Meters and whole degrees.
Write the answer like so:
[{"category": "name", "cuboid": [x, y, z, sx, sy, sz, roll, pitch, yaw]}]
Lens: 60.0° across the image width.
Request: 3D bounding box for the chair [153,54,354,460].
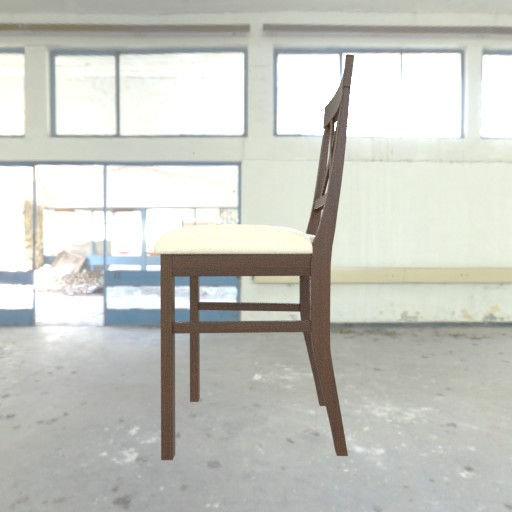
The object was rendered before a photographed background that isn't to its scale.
[{"category": "chair", "cuboid": [0.000, 0.000, 1.187, 0.480, 0.913, 0.440, 0, 1, 1]}]
